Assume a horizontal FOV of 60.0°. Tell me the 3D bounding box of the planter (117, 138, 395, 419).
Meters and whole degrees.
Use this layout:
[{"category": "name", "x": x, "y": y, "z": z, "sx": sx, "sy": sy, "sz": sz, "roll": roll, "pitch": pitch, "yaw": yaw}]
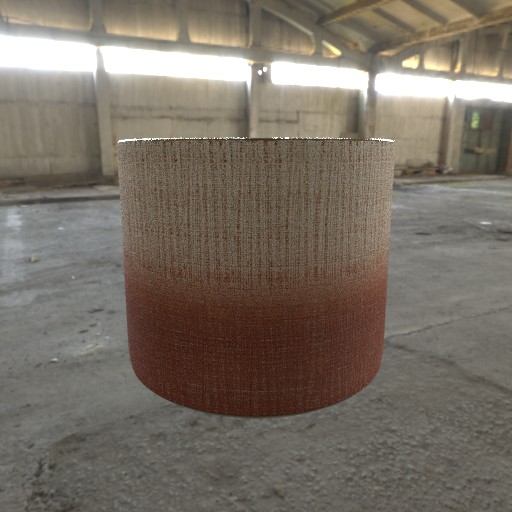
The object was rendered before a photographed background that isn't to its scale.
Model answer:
[{"category": "planter", "x": 0.000, "y": 0.000, "z": 0.439, "sx": 0.254, "sy": 0.221, "sz": 0.254, "roll": 0, "pitch": 14, "yaw": 0}]
